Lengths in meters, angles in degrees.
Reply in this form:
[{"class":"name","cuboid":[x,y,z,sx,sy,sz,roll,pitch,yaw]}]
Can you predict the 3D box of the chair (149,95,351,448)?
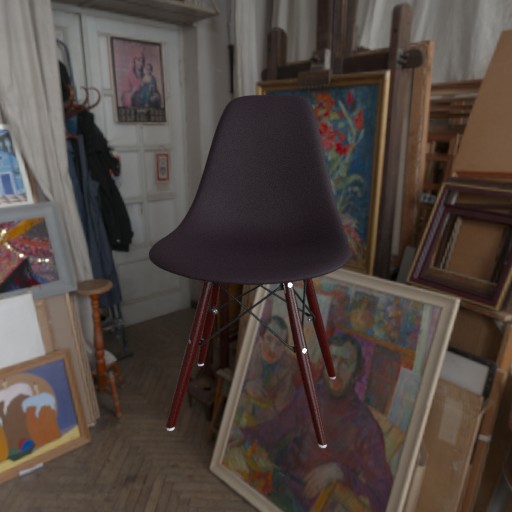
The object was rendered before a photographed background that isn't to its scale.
[{"class":"chair","cuboid":[0.000,0.000,1.145,0.470,0.826,0.533,2,16,9]}]
